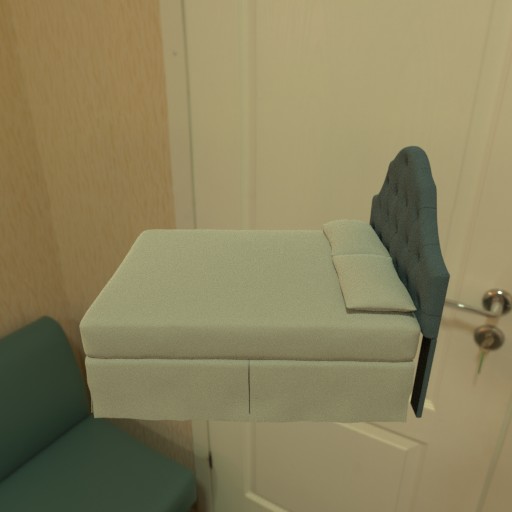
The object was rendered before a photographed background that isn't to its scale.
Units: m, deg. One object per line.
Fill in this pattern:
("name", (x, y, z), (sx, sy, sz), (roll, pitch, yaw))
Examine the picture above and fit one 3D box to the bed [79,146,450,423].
("bed", (0.000, 0.000, 3.229), (2.155, 1.575, 1.636), (0, 25, 1))
